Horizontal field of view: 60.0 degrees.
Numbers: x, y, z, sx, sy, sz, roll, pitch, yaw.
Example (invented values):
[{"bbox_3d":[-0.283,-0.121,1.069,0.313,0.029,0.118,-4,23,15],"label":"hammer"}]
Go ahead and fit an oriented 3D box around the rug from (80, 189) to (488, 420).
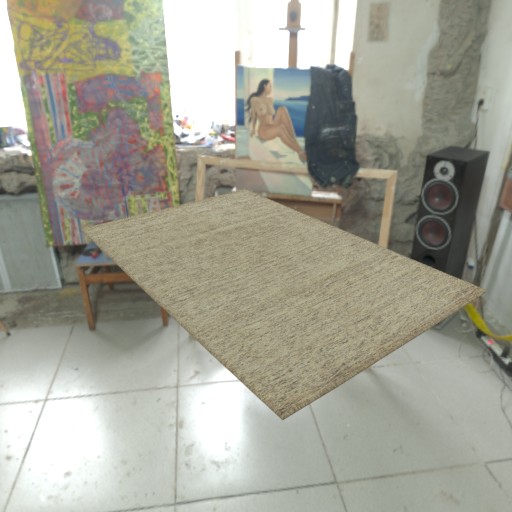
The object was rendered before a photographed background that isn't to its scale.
[{"bbox_3d":[0.000,0.000,2.294,1.211,0.018,1.822,-19,33,-33],"label":"rug"}]
